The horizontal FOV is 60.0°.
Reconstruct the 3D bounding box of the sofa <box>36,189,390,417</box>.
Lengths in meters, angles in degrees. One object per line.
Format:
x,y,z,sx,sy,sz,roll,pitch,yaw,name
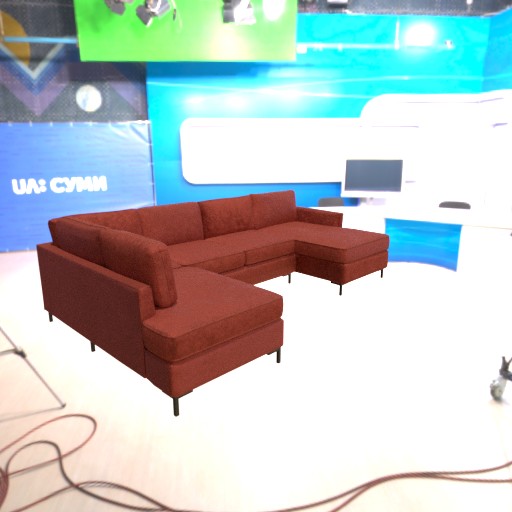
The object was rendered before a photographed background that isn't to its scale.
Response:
0.000,0.000,4.370,2.055,0.992,3.434,14,20,43,sofa
